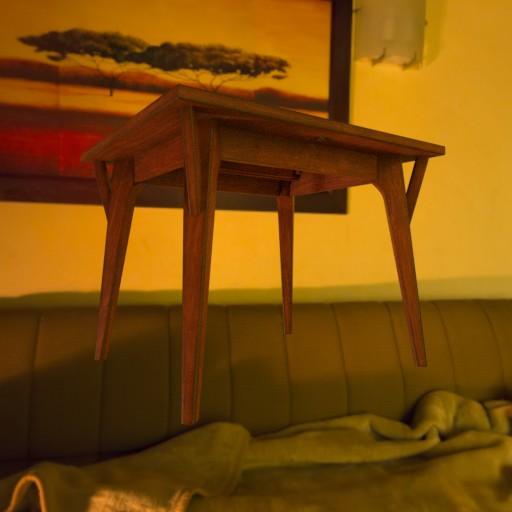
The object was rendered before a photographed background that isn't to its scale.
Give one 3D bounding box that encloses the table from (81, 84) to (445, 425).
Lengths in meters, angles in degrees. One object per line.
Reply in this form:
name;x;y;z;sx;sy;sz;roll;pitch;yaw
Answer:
table;0.000;0.000;1.576;0.991;0.761;0.838;0;1;-35
